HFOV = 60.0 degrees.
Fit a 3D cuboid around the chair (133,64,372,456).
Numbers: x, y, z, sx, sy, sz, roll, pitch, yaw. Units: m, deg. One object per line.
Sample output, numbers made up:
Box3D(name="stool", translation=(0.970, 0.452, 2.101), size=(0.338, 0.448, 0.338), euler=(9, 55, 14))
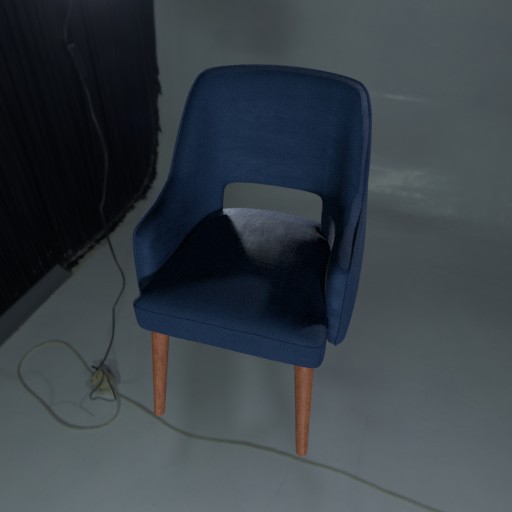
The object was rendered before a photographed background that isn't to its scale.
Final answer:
Box3D(name="chair", translation=(0.000, 0.000, 1.206), size=(0.559, 0.844, 0.591), euler=(10, 40, 13))
